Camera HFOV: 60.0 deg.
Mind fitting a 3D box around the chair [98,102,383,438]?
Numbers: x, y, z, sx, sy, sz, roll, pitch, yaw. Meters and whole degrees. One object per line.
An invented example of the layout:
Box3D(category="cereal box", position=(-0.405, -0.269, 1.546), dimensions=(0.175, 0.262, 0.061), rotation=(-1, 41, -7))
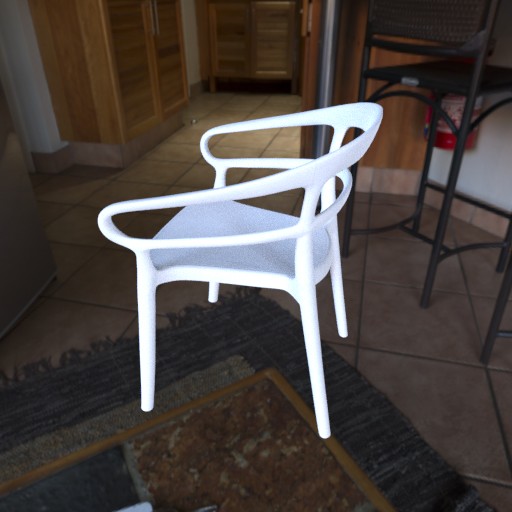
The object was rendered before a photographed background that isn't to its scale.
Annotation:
Box3D(category="chair", position=(0.000, 0.000, 1.147), dimensions=(0.527, 0.761, 0.559), rotation=(9, 33, 14))
